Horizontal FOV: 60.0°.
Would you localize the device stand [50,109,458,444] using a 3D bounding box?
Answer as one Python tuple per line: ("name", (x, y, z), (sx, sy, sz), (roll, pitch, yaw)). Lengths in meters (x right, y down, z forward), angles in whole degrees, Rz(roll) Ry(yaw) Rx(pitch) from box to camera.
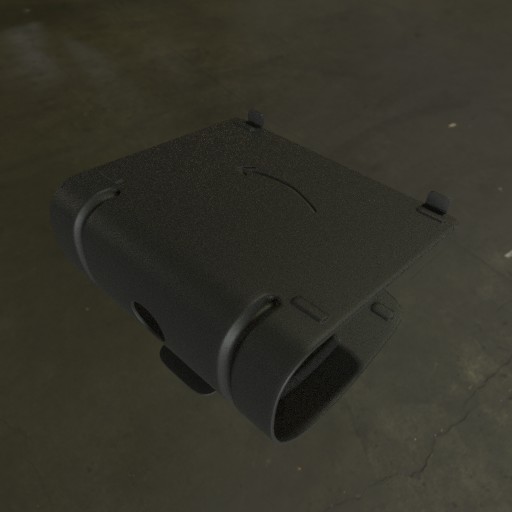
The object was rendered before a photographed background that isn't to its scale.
("device stand", (0.000, 0.000, 0.399), (0.256, 0.155, 0.236), (33, 55, 27))
